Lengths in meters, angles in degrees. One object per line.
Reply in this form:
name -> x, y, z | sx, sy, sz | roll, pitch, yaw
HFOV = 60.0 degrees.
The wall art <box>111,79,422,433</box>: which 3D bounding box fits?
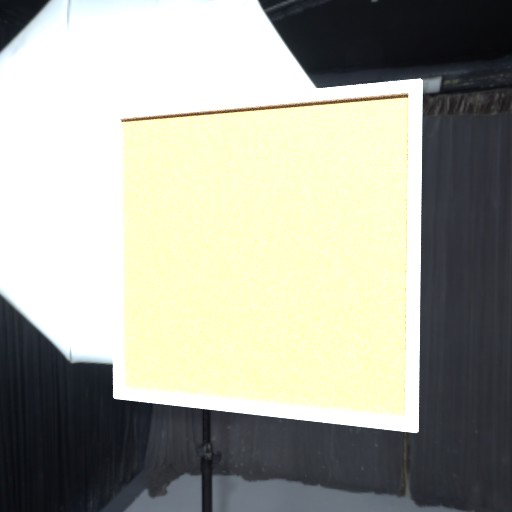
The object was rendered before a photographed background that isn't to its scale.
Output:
wall art -> 0.000, 0.000, 0.440 | 0.305, 0.305, 0.038 | 1, 2, 16
